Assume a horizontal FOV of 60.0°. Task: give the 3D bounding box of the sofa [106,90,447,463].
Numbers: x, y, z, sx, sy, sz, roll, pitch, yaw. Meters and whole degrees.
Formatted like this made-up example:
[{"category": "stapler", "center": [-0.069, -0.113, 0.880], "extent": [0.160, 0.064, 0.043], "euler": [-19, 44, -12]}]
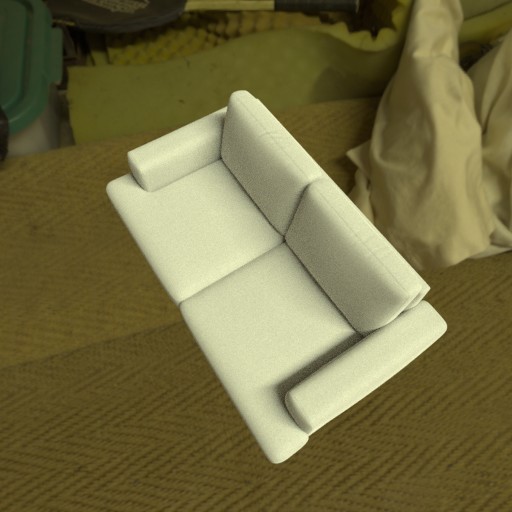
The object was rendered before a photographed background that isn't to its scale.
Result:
[{"category": "sofa", "center": [0.000, 0.000, 2.178], "extent": [0.915, 0.810, 1.651], "euler": [-30, 66, -15]}]
